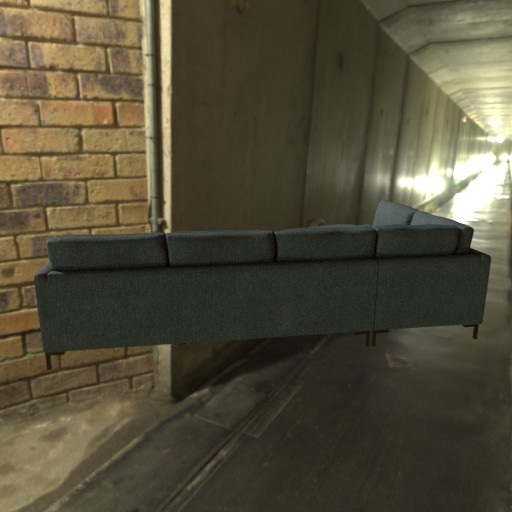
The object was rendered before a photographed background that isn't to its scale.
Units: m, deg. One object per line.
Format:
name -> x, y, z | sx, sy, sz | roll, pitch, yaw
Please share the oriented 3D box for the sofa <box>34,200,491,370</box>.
sofa -> 0.000, 0.000, 3.747 | 2.949, 0.815, 2.007 | -2, 15, -8
